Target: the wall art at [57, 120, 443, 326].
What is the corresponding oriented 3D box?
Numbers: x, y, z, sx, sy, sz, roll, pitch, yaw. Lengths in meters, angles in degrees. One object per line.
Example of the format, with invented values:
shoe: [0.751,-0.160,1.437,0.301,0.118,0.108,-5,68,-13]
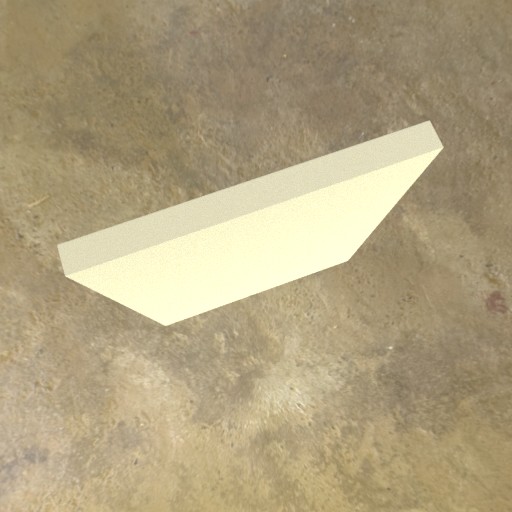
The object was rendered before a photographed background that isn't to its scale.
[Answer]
wall art: [0.000,0.000,0.769,0.451,0.553,0.039,-19,76,-5]
